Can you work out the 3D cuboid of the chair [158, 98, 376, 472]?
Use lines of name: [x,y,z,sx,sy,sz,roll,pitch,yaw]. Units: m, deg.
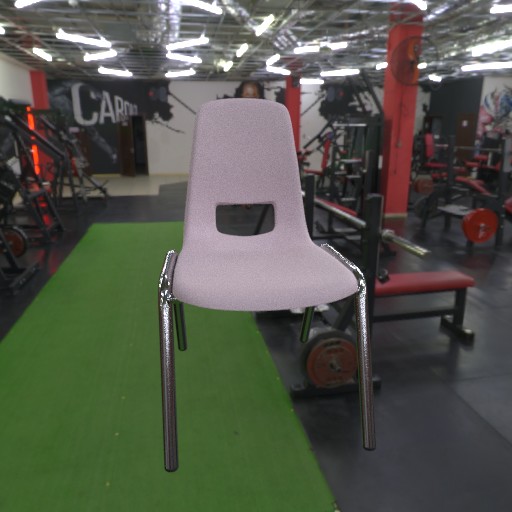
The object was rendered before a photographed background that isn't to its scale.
chair: [0.000,0.000,0.841,0.354,0.586,0.423,-2,17,-8]
